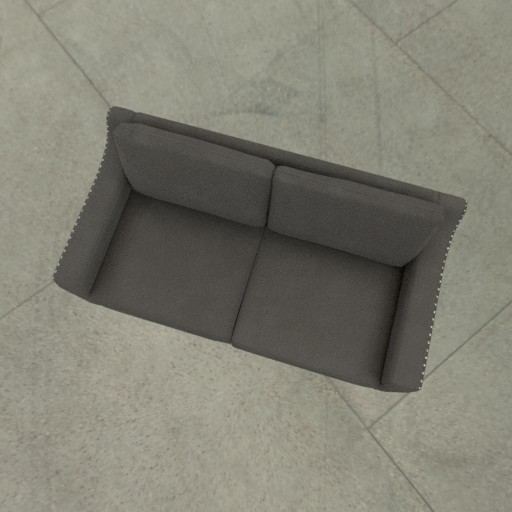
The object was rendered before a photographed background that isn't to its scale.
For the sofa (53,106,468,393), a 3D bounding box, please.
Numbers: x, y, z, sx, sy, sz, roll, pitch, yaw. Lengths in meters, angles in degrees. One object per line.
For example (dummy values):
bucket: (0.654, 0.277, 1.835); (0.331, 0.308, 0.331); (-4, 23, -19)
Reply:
sofa: (0.000, 0.000, 3.242); (2.550, 1.196, 1.336); (16, 74, 5)
